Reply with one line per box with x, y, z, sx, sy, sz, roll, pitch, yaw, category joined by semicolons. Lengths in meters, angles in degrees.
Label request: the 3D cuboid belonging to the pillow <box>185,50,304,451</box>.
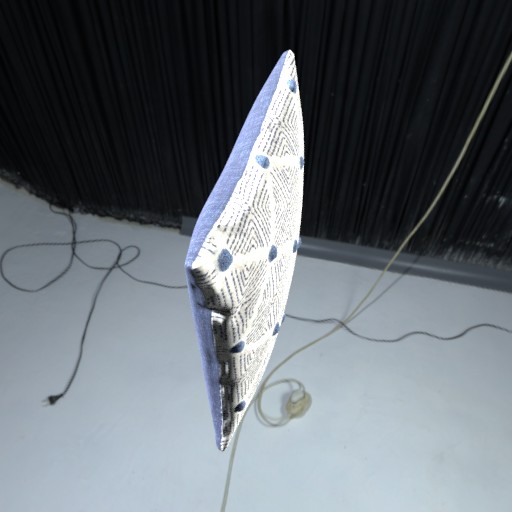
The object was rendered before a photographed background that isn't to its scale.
0.000;0.000;0.778;0.145;0.510;0.510;10;49;9;pillow
